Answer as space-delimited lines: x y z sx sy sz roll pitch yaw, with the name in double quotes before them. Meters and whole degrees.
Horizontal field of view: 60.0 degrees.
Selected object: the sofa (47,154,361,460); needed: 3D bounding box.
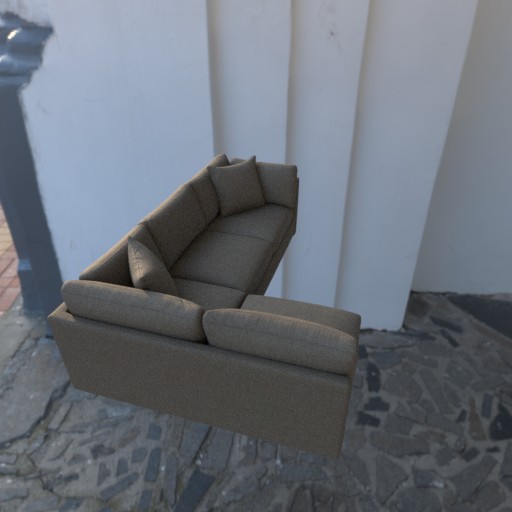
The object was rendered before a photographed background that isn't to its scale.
"sofa" 0.000 0.000 3.922 1.994 0.978 2.896 9 33 15
